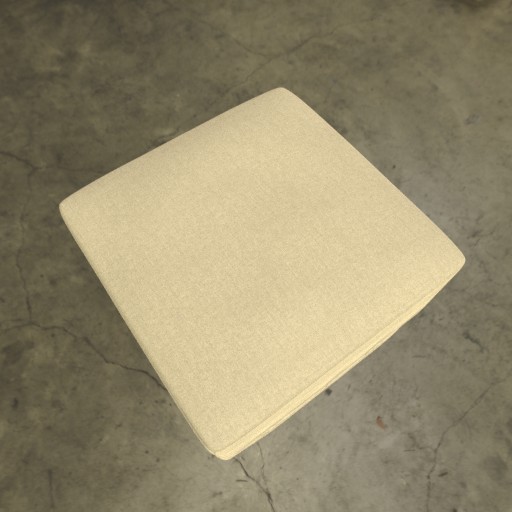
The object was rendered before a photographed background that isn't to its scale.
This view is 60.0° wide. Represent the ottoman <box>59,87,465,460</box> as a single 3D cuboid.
[{"bbox_3d":[0.000,0.000,1.367,0.843,0.436,0.840,-33,67,-16],"label":"ottoman"}]
